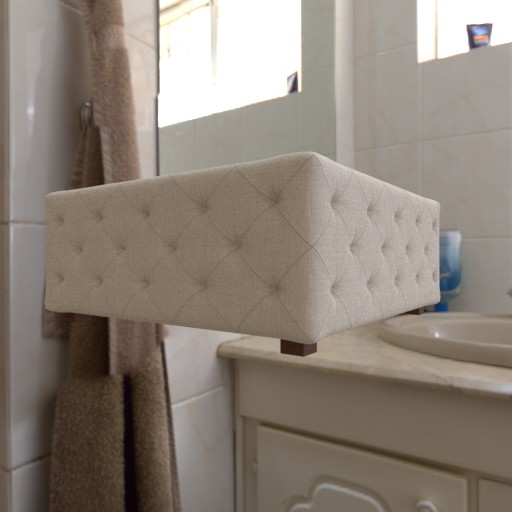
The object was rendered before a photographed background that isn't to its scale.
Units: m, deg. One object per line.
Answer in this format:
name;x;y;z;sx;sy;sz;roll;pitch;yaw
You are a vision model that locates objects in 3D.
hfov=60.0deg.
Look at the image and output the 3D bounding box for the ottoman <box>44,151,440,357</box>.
ottoman;0.000;0.000;1.592;1.028;0.439;1.028;0;0;36
